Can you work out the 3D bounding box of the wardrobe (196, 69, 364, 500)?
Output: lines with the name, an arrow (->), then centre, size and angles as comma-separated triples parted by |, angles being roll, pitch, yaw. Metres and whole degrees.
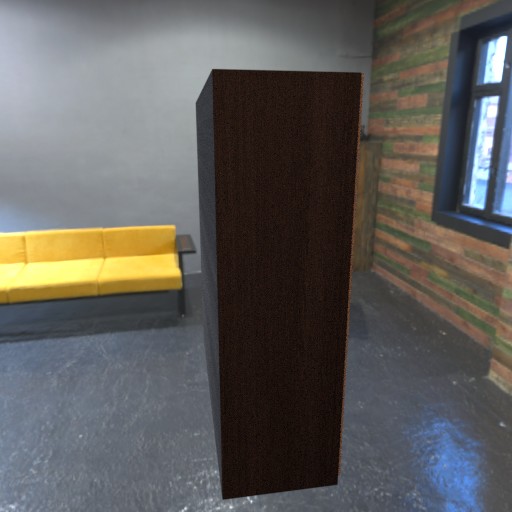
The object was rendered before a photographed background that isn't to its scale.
wardrobe -> 0.000, 0.000, 2.800 | 0.629, 1.960, 1.780 | -3, 15, -9
